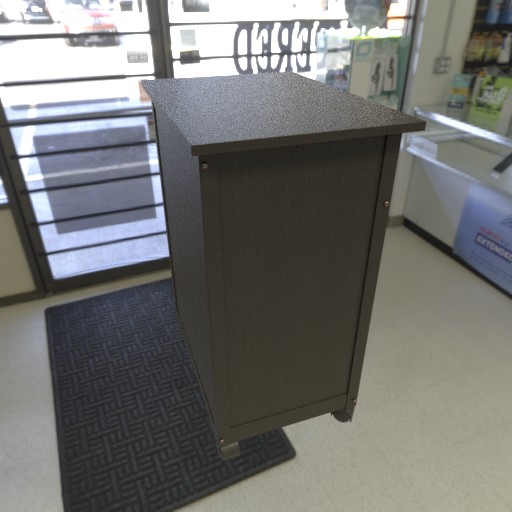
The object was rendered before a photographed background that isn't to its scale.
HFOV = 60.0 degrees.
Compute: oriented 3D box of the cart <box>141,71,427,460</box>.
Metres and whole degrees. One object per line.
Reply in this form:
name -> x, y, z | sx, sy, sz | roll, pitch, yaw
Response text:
cart -> 0.000, 0.000, 1.268 | 0.456, 0.879, 0.660 | -10, 33, -17
